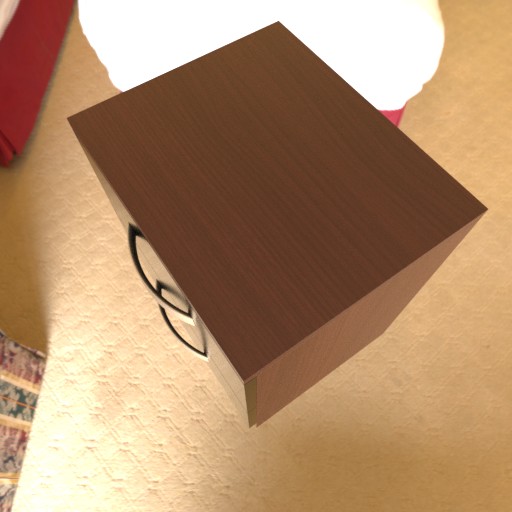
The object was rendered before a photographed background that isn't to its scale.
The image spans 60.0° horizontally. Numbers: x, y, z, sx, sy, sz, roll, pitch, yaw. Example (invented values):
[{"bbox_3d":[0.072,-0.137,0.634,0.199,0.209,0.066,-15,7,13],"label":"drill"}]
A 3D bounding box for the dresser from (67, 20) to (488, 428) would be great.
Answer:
[{"bbox_3d":[0.000,0.000,0.736,0.360,0.470,0.400,-32,67,-15],"label":"dresser"}]
